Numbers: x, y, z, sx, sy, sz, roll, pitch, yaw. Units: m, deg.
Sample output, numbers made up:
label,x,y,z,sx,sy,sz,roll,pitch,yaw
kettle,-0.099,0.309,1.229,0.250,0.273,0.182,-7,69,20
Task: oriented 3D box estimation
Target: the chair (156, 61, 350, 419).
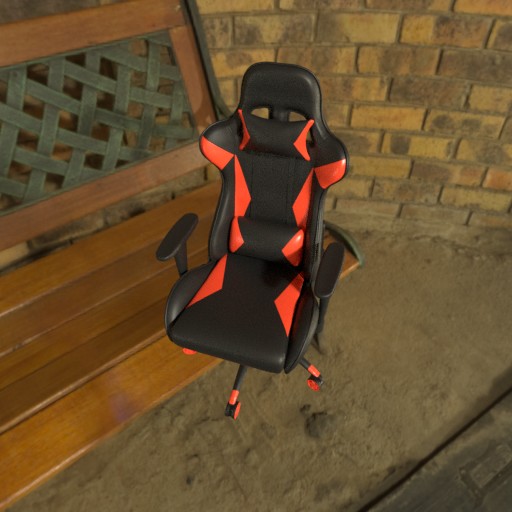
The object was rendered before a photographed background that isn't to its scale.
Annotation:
label,x,y,z,sx,sy,sz,roll,pitch,yaw
chair,0.000,0.000,1.724,0.695,1.282,0.730,12,43,14
